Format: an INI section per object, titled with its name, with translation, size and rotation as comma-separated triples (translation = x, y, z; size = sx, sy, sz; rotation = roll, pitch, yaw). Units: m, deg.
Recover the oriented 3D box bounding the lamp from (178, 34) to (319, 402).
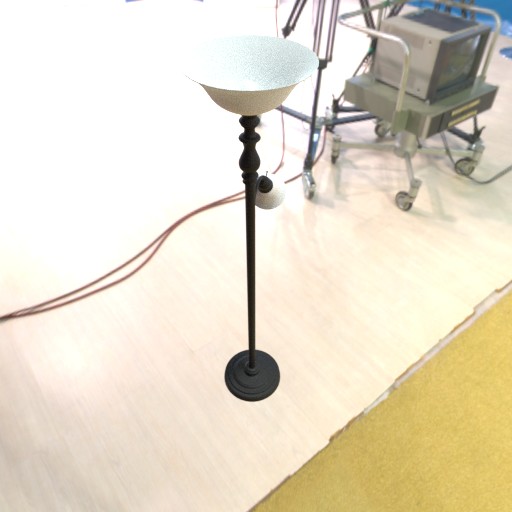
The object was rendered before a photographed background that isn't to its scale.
[lamp]
translation = 0.000, 0.000, 1.982
size = 0.405, 1.793, 0.588
rotation = 10, 46, 9
